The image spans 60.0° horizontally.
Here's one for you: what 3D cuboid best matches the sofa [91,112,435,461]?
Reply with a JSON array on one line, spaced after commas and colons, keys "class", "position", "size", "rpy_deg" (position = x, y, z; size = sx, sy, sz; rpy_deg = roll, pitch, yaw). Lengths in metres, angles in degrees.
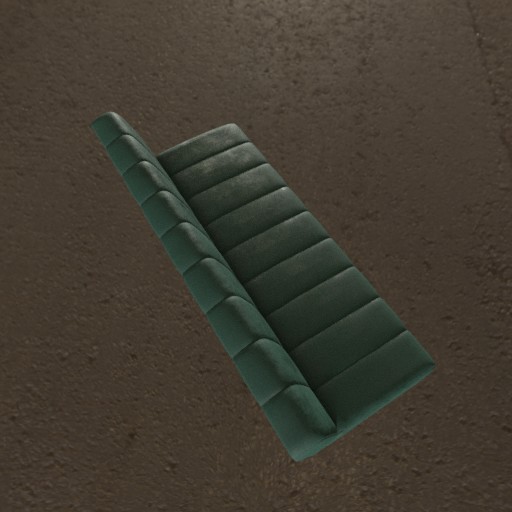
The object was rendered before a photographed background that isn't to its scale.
[{"class": "sofa", "position": [0.000, 0.000, 2.239], "size": [0.830, 0.820, 1.810], "rpy_deg": [-28, 64, -15]}]
